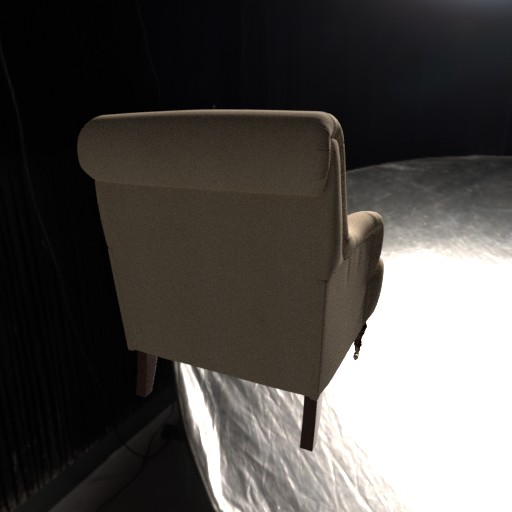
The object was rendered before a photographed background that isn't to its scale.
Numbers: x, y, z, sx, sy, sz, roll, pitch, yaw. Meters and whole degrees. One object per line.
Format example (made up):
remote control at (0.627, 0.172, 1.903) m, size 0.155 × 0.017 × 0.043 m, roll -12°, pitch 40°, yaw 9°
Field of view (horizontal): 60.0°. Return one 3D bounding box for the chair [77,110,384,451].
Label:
chair at (0.000, 0.000, 1.541) m, size 0.766 × 0.944 × 0.842 m, roll 8°, pitch 18°, yaw 25°
